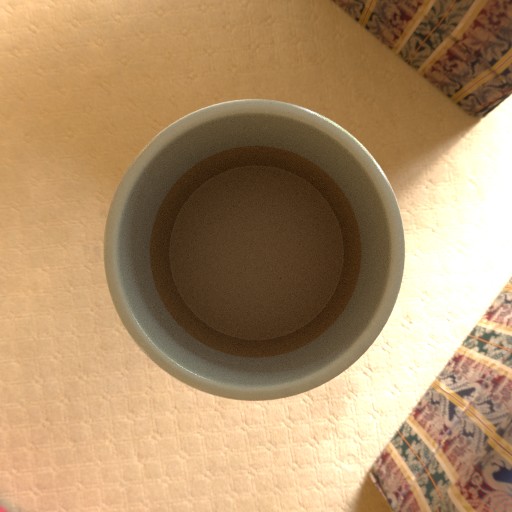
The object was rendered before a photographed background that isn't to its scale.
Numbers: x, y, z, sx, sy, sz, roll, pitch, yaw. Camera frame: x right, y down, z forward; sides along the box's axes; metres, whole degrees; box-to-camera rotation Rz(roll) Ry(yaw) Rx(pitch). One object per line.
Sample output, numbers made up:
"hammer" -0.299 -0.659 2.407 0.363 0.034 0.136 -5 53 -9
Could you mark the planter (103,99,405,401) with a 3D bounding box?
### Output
"planter" 0.000 0.000 0.738 0.348 0.480 0.360 0 90 1
